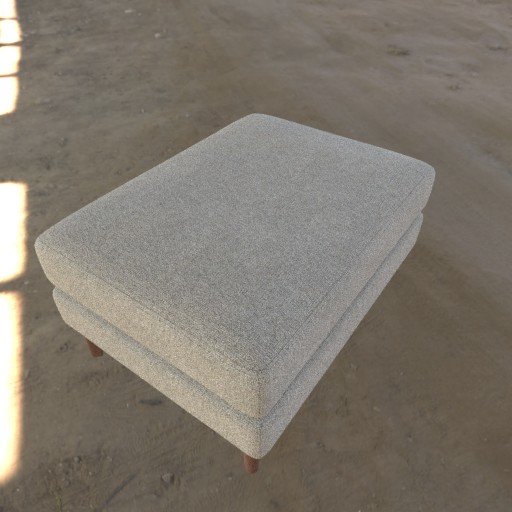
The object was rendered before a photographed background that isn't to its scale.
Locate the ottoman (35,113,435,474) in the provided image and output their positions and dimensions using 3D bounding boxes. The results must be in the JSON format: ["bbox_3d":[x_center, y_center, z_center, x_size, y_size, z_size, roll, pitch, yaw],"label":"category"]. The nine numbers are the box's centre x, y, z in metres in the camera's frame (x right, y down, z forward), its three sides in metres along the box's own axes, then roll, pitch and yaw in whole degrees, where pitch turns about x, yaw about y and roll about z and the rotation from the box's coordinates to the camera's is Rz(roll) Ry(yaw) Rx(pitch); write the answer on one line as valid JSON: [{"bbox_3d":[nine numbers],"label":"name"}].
[{"bbox_3d":[0.000,0.000,1.163,0.611,0.441,0.821,25,47,26],"label":"ottoman"}]
